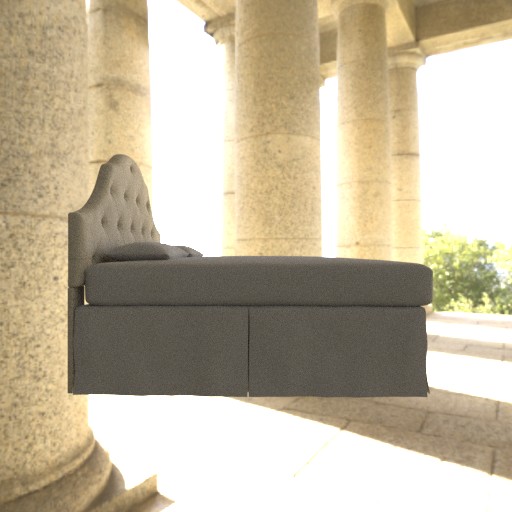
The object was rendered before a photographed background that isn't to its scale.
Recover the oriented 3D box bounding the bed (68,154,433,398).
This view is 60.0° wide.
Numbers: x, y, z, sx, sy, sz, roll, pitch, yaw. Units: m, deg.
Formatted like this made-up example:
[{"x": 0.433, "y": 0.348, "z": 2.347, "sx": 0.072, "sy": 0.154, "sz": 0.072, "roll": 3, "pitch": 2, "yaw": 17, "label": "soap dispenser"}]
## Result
[{"x": 0.000, "y": 0.000, "z": 3.437, "sx": 2.086, "sy": 1.555, "sz": 2.012, "roll": 0, "pitch": 0, "yaw": 1, "label": "bed"}]
